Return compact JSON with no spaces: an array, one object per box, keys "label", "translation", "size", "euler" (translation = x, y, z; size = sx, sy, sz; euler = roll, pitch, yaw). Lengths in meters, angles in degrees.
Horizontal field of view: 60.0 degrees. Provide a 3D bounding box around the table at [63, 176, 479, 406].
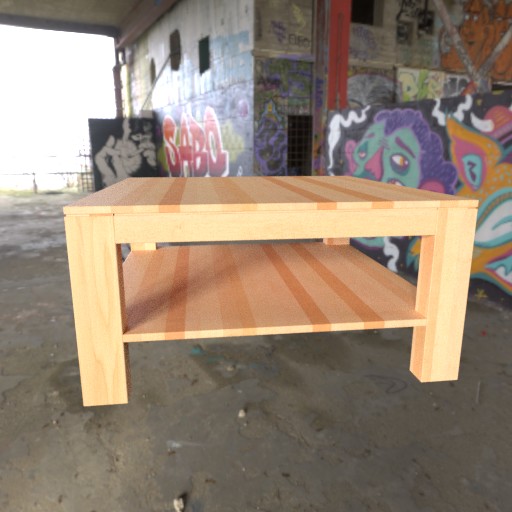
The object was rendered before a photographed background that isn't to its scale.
[{"label":"table","translation":[0.000,0.000,1.433],"size":[0.900,0.450,0.900],"euler":[-2,14,-7]}]
